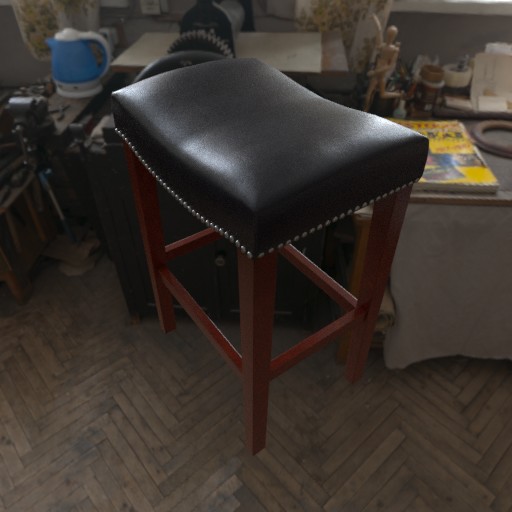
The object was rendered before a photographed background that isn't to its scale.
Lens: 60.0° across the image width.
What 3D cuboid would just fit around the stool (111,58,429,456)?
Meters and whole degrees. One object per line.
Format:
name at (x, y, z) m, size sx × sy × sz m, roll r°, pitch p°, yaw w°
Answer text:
stool at (0.000, 0.000, 1.028) m, size 0.372 × 0.742 × 0.504 m, roll -26°, pitch 48°, yaw -26°
